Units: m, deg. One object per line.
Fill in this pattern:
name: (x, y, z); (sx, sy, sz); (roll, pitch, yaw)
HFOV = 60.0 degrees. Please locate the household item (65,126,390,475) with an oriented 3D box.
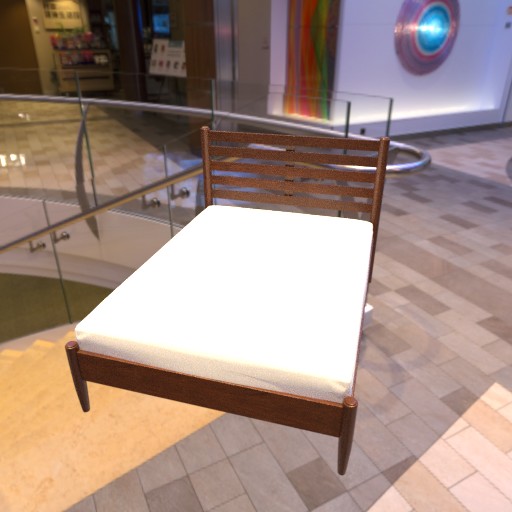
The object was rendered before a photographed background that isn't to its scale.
household item: (0.000, 0.000, 3.201); (1.663, 1.356, 2.232); (7, 28, 14)
